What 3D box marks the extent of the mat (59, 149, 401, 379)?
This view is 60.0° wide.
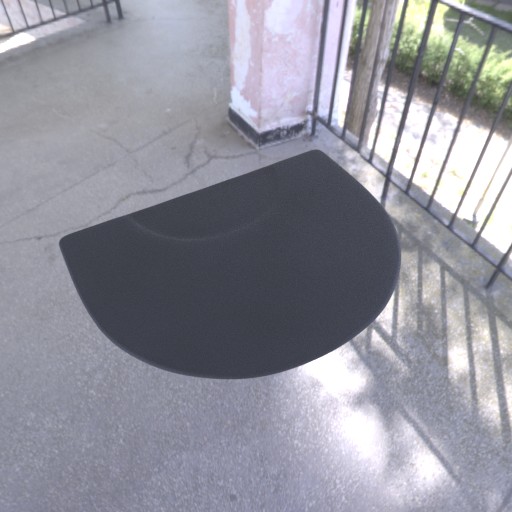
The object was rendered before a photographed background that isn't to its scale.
[{"bbox_3d":[0.000,0.000,1.618,1.220,0.016,0.917,-23,51,-20],"label":"mat"}]
